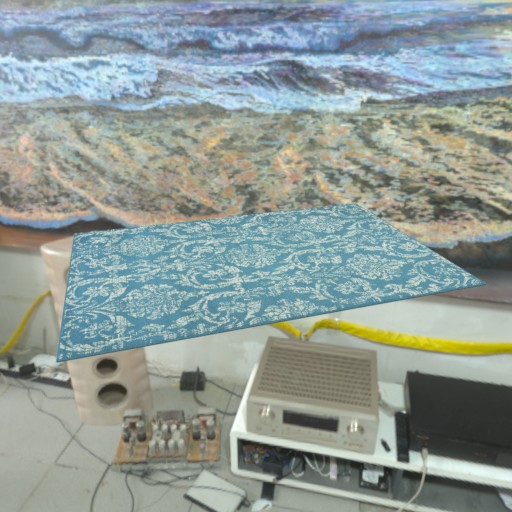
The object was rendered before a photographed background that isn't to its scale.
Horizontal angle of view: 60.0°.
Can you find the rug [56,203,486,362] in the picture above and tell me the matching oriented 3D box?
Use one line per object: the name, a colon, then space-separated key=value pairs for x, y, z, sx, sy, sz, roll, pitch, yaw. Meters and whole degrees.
rug: x=0.000 y=0.000 z=3.448 sx=2.746 sy=0.018 sz=1.816 roll=-8 pitch=26 yaw=-16
